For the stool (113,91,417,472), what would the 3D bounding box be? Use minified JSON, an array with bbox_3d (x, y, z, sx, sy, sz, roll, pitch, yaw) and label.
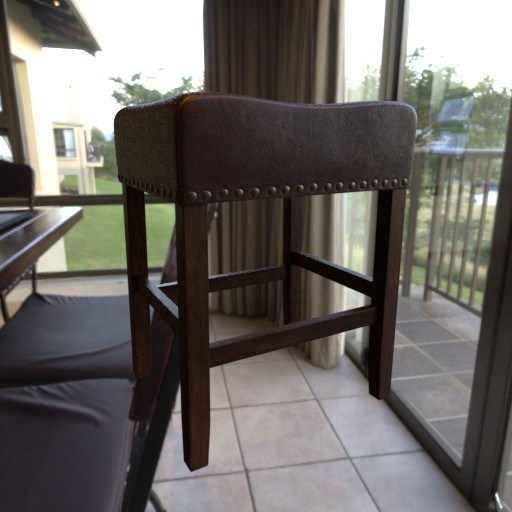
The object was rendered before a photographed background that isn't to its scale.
[{"bbox_3d":[0.000,0.000,0.932,0.465,0.608,0.397,-8,17,-28],"label":"stool"}]
